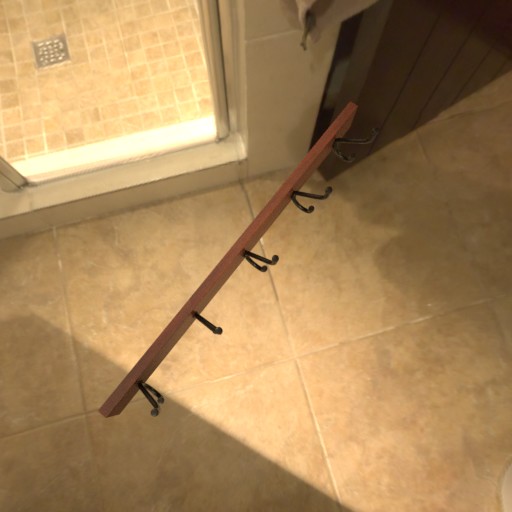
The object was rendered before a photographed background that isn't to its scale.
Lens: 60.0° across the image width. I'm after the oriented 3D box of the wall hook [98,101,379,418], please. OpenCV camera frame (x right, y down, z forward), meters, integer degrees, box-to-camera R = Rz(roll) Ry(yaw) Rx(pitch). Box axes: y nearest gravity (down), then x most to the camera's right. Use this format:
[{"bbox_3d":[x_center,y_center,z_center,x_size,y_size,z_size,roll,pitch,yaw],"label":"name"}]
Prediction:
[{"bbox_3d":[0.000,0.000,0.621,0.071,0.117,0.571,36,78,9],"label":"wall hook"}]
